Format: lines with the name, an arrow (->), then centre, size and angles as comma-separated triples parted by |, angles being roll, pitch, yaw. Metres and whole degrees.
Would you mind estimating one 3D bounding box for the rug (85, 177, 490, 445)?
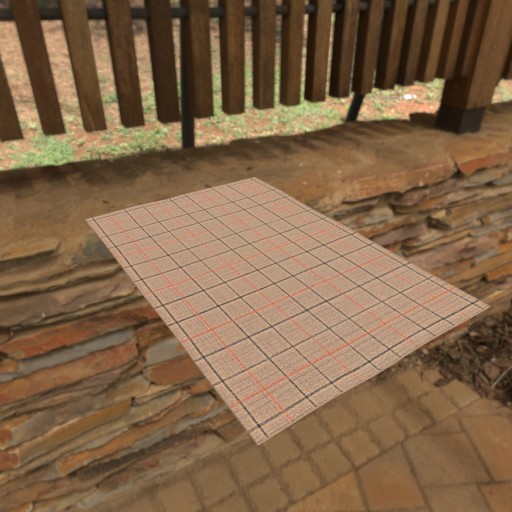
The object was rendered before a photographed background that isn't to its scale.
rug -> 0.000, 0.000, 2.280 | 1.220, 0.013, 1.829 | -19, 36, -28
